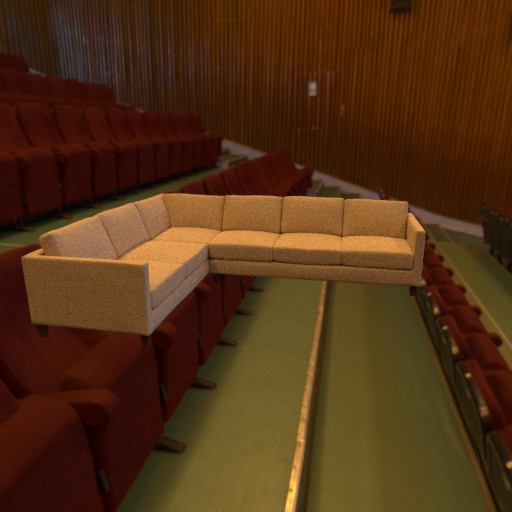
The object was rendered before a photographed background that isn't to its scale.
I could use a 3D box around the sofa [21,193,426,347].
[{"bbox_3d":[0.000,0.000,4.275,3.182,0.863,2.432,3,17,11],"label":"sofa"}]
